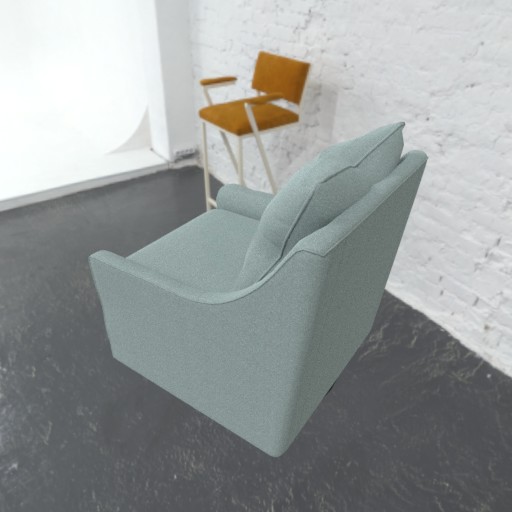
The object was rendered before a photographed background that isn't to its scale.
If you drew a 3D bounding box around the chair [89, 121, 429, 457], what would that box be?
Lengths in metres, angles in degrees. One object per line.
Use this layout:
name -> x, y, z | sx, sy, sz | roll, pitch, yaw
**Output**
chair -> 0.000, 0.000, 1.568 | 0.870, 0.926, 0.760 | 20, 38, 29
